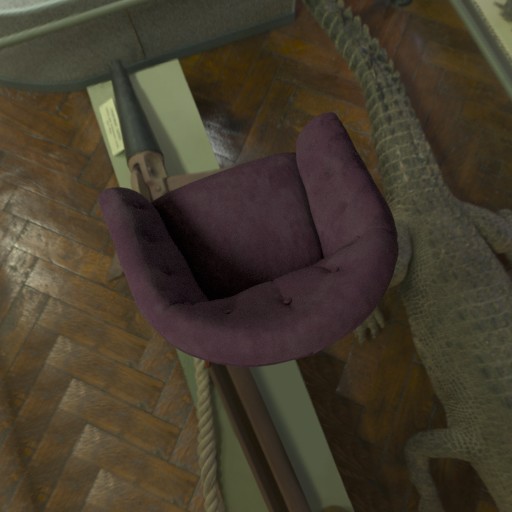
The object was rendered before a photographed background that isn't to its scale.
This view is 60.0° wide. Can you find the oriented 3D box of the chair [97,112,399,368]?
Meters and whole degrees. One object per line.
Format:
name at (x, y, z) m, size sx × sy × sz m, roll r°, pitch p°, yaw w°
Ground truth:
chair at (0.000, 0.000, 1.559) m, size 0.851 × 0.885 × 0.776 m, roll -21°, pitch 75°, yaw -6°
